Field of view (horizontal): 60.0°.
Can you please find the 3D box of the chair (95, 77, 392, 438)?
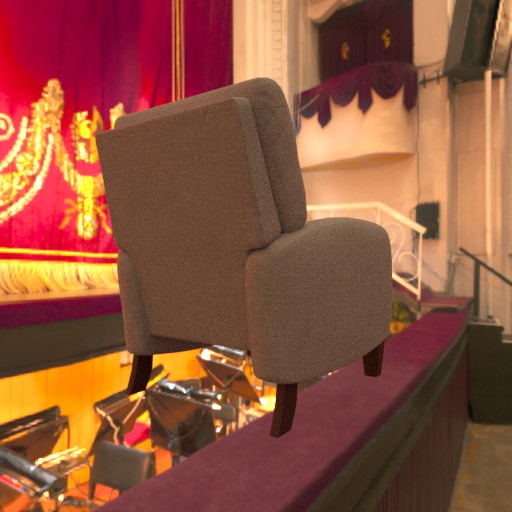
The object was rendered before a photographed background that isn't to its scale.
[{"bbox_3d":[0.000,0.000,1.678,0.762,0.990,0.990,0,0,36],"label":"chair"}]
